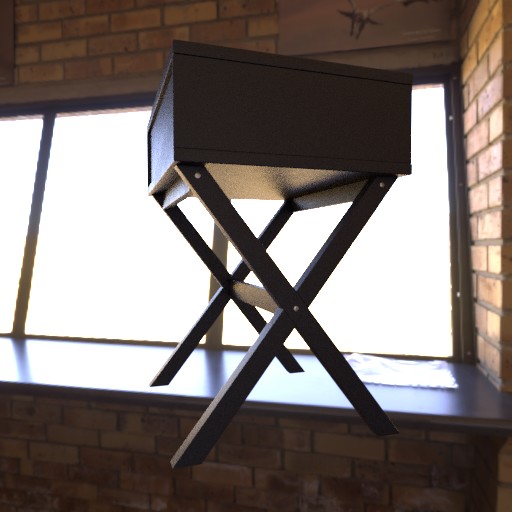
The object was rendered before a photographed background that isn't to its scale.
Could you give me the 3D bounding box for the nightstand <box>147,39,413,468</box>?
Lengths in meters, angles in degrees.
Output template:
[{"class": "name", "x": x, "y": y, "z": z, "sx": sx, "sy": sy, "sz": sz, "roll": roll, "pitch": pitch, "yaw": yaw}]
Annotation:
[{"class": "nightstand", "x": 0.000, "y": 0.000, "z": 0.919, "sx": 0.402, "sy": 0.623, "sz": 0.479, "roll": 0, "pitch": 1, "yaw": -18}]
